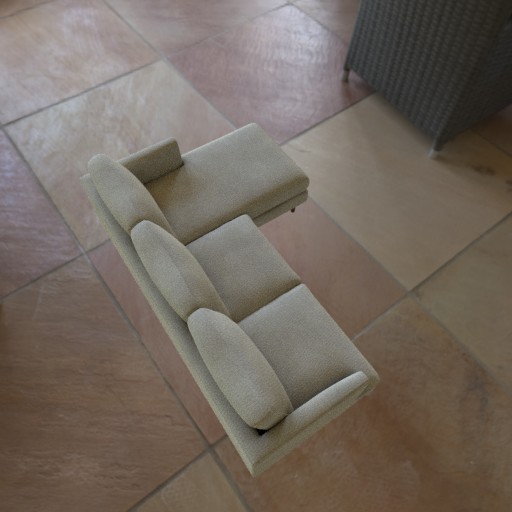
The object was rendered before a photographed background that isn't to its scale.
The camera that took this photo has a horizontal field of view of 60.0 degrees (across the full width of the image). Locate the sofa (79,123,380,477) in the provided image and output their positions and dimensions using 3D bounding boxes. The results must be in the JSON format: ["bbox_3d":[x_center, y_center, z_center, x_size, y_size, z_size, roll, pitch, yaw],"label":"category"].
[{"bbox_3d":[0.000,0.000,3.016,1.504,0.956,2.233,-30,63,-17],"label":"sofa"}]
